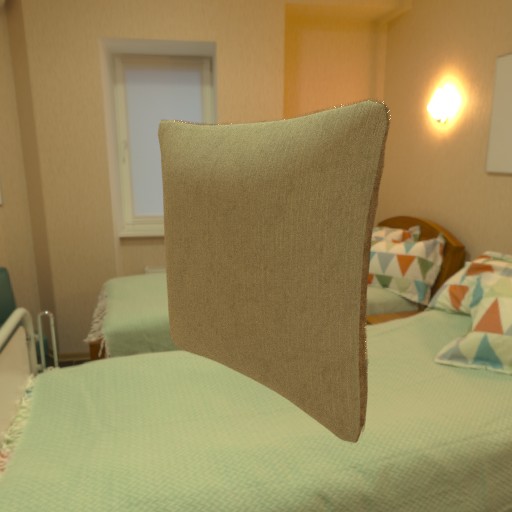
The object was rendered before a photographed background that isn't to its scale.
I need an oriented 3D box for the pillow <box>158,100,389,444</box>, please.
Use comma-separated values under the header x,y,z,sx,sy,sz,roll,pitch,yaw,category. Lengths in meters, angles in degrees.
x,y,z,sx,sy,sz,roll,pitch,yaw,category
0.000,0.000,0.836,0.216,0.525,0.538,-13,18,-43,pillow
